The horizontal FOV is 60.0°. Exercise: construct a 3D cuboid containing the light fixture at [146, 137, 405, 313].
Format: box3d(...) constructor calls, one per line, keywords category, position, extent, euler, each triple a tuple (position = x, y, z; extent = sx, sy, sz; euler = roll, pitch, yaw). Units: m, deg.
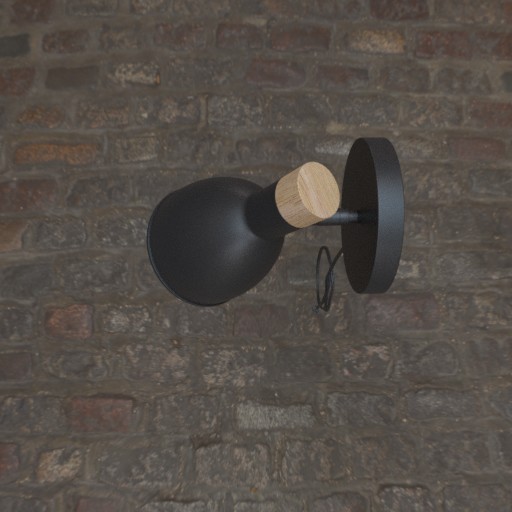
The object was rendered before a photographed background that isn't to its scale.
box3d(category="light fixture", position=(0.000, 0.000, 0.491), extent=(0.203, 0.401, 0.127), euler=(-1, 76, 0))
